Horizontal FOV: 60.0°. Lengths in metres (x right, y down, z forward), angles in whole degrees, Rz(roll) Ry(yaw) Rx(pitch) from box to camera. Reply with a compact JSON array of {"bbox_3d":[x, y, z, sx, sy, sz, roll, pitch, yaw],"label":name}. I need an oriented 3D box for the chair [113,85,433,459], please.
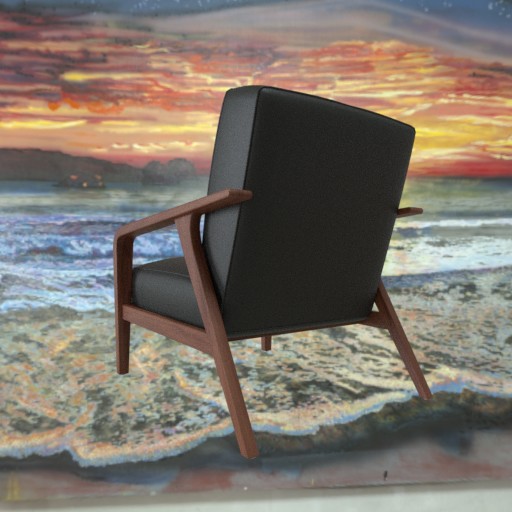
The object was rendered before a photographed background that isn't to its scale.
[{"bbox_3d":[0.000,0.000,1.498,0.719,0.861,0.889,0,0,-36],"label":"chair"}]
